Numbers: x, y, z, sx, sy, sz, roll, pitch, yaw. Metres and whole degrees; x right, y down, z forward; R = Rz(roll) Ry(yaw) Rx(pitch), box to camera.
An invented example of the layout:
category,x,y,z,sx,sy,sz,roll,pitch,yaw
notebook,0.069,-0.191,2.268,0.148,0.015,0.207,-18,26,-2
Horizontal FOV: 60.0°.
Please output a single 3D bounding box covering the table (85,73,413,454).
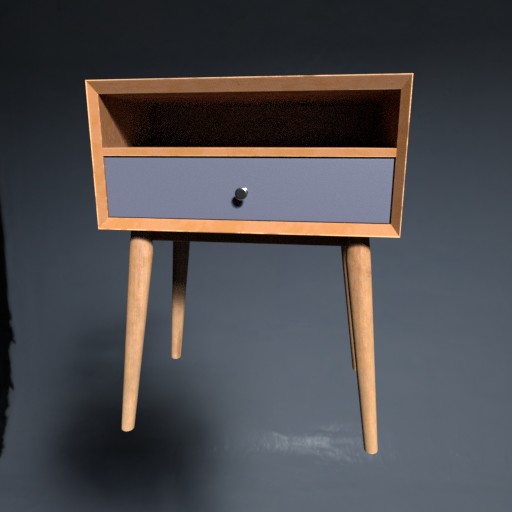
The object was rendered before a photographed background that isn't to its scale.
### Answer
category,x,y,z,sx,sy,sz,roll,pitch,yaw
table,0.000,0.000,0.819,0.454,0.580,0.307,2,14,8
